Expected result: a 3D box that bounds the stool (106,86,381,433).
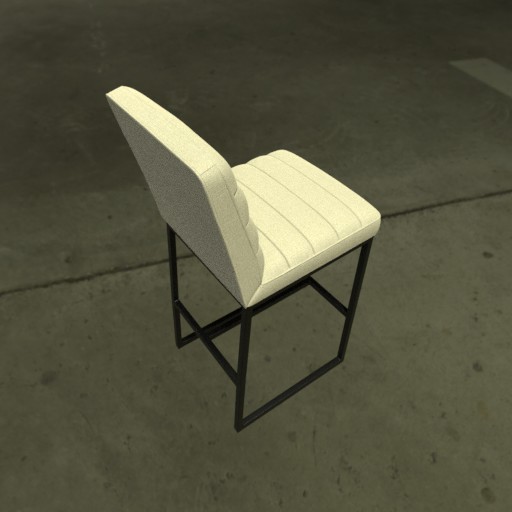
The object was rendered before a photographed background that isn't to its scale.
[{"bbox_3d":[0.000,0.000,1.365,0.560,1.040,0.460,-26,48,-25],"label":"stool"}]
